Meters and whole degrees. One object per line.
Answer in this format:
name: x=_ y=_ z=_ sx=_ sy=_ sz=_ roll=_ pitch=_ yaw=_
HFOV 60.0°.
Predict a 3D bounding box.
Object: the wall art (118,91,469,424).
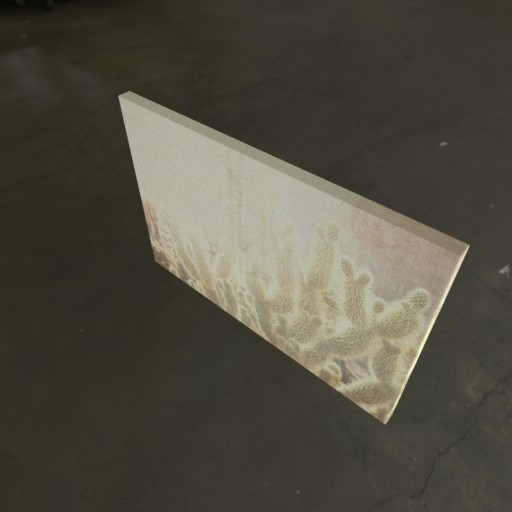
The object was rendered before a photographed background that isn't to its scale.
wall art: x=0.000 y=0.000 z=1.159 sx=0.916 sy=0.608 sz=0.040 roll=31 pitch=52 yaw=28
